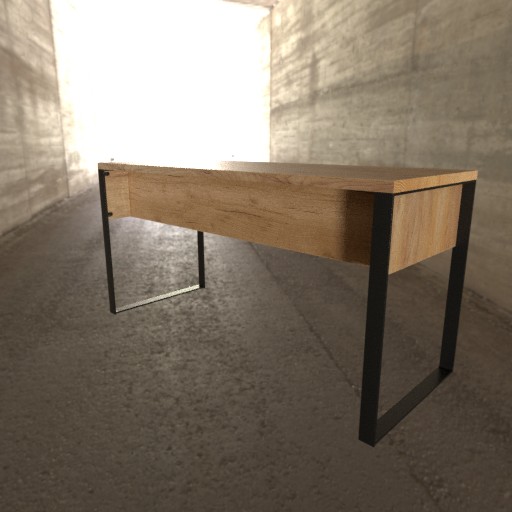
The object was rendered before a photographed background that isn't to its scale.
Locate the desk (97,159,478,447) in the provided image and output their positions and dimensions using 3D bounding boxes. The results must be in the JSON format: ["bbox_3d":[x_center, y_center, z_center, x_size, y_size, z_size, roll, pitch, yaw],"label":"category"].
[{"bbox_3d":[0.000,0.000,1.901,1.520,0.760,0.600,13,19,42],"label":"desk"}]
